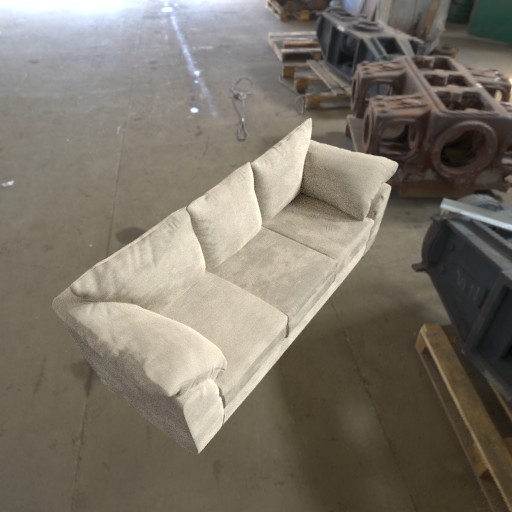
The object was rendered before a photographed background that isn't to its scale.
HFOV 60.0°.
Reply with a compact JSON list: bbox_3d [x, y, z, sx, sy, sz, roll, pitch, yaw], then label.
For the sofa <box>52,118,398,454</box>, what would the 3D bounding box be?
[{"bbox_3d":[0.000,0.000,2.844,0.893,0.981,2.377,25,46,27],"label":"sofa"}]
